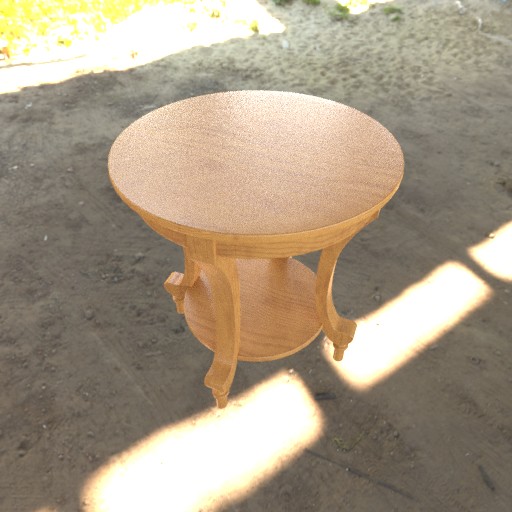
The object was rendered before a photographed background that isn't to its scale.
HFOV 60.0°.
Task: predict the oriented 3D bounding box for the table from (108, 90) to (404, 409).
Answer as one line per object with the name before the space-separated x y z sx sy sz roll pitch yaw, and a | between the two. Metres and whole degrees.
table | 0.000 0.000 1.119 0.597 0.612 0.597 0 41 0
